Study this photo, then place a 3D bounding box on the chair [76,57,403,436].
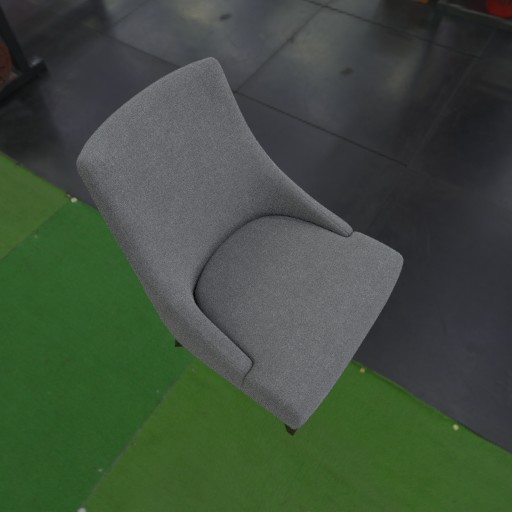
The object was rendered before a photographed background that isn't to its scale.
[{"bbox_3d":[0.000,0.000,1.483,0.861,0.909,0.701,32,63,18],"label":"chair"}]
